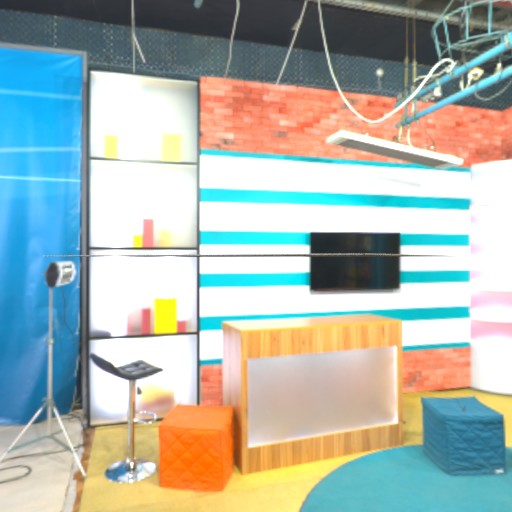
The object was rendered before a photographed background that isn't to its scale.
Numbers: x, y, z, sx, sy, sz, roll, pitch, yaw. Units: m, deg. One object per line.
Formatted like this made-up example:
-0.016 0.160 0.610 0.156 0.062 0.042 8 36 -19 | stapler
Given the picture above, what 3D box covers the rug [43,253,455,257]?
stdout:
0.000 0.000 4.152 3.036 0.008 2.440 0 0 35 | rug
